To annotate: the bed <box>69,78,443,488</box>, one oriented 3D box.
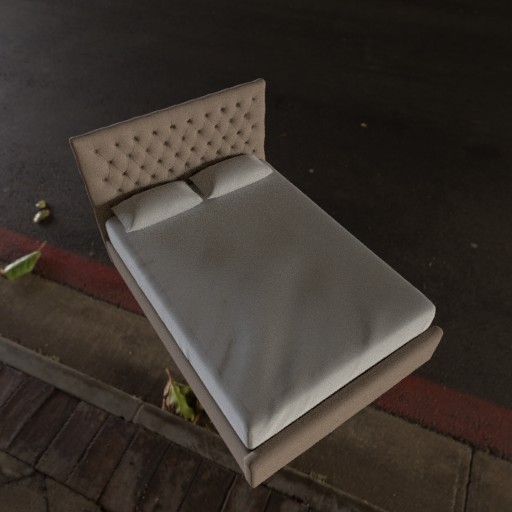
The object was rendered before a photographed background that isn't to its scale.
[{"bbox_3d":[0.000,0.000,3.346,1.698,1.427,2.387,-26,52,-22],"label":"bed"}]
